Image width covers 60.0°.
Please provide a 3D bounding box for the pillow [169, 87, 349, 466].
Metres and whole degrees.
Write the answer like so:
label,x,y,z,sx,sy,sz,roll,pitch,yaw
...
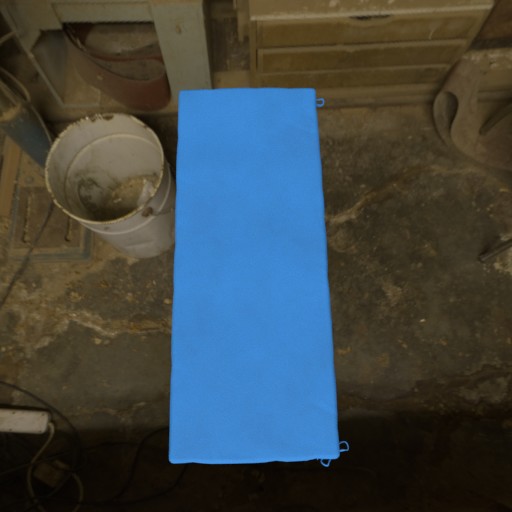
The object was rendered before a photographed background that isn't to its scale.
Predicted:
label,x,y,z,sx,sy,sz,roll,pitch,yaw
pillow,0.000,0.000,1.347,0.492,0.081,1.187,-1,75,0
